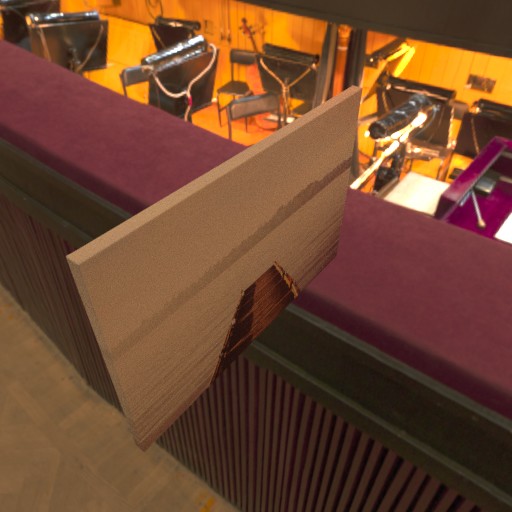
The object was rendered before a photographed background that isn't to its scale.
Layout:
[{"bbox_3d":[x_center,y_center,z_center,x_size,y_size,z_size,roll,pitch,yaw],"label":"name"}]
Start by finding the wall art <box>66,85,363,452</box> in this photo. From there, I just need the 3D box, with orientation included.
[{"bbox_3d":[0.000,0.000,0.771,0.021,0.410,0.615,27,48,28],"label":"wall art"}]
